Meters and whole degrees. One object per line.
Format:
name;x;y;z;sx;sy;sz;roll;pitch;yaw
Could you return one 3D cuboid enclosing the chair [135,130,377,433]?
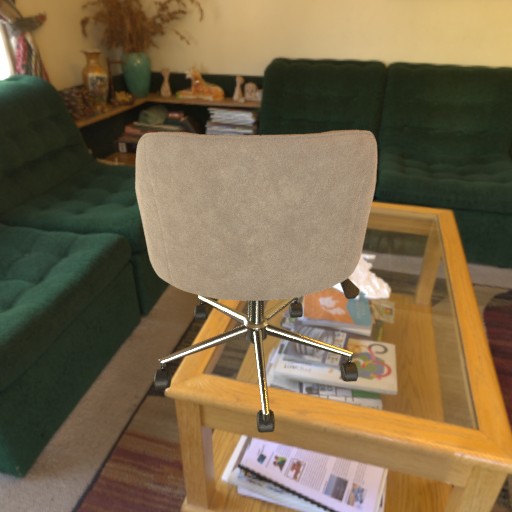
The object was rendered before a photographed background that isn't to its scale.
chair;0.000;0.000;1.265;0.635;0.831;0.573;-1;30;-2
